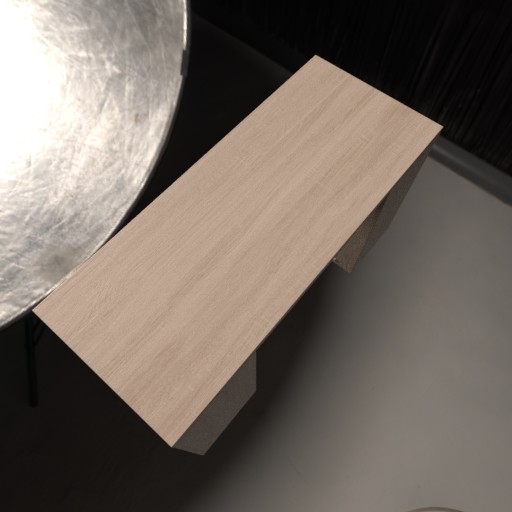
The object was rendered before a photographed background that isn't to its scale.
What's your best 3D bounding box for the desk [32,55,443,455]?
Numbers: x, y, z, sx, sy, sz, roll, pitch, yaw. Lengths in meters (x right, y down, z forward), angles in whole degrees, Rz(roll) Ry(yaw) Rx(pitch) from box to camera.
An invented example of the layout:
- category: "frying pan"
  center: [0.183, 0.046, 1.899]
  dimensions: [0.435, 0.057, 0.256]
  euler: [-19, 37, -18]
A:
- category: "desk"
  center: [0.000, 0.000, 1.781]
  dimensions: [0.600, 0.740, 1.390]
  euler: [37, 70, 16]
